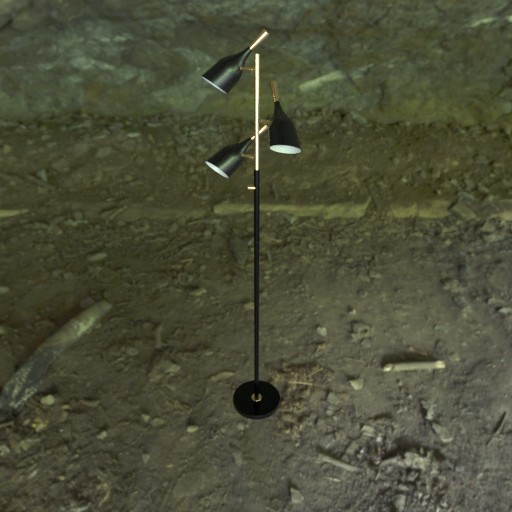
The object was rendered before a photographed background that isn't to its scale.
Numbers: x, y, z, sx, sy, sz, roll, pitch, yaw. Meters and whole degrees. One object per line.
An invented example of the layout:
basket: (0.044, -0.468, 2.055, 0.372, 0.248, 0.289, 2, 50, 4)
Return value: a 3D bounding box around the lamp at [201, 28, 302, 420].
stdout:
lamp: (0.000, 0.000, 1.952, 0.434, 1.778, 0.253, 20, 35, 31)
